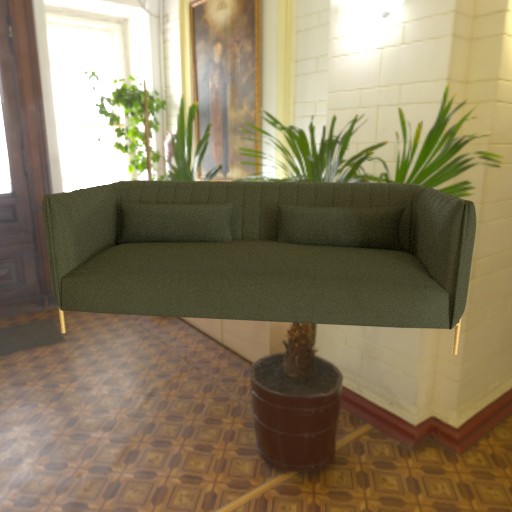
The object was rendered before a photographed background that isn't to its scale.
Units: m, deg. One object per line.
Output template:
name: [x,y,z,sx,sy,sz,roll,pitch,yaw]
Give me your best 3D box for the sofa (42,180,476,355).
sofa: [0.000,0.000,2.561,2.137,0.793,0.896,2,14,7]
